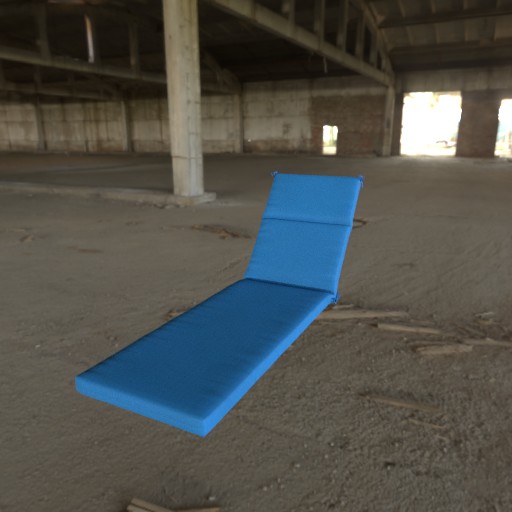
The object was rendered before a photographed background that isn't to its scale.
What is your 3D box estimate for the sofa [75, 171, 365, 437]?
[{"bbox_3d":[0.000,0.000,1.995,0.582,0.622,1.663,8,17,26],"label":"sofa"}]
